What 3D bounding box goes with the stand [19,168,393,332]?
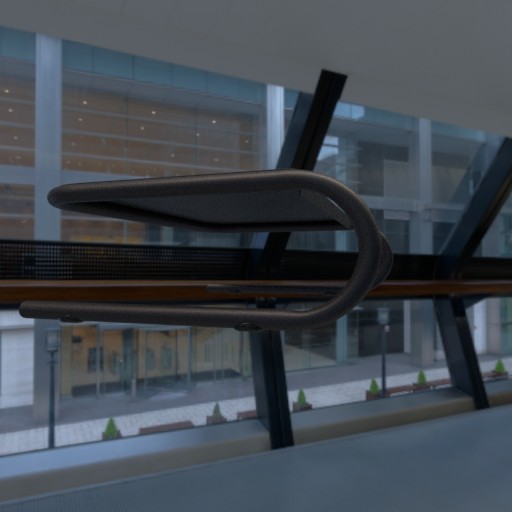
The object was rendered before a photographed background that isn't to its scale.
[{"bbox_3d":[0.000,0.000,0.484,0.280,0.108,0.370,0,-1,18],"label":"stand"}]
